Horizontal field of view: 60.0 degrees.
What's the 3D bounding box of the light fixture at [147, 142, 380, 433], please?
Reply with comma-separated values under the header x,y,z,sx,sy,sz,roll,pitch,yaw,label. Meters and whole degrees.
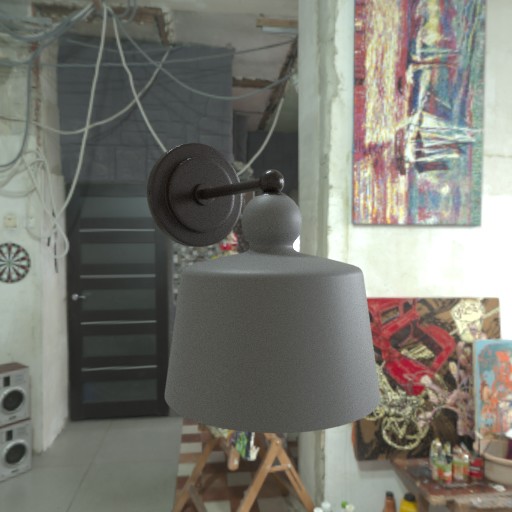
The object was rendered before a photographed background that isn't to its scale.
x,y,z,sx,sy,sz,roll,pitch,yaw,label
0.000,0.000,0.448,0.204,0.268,0.254,-1,2,-37,light fixture
